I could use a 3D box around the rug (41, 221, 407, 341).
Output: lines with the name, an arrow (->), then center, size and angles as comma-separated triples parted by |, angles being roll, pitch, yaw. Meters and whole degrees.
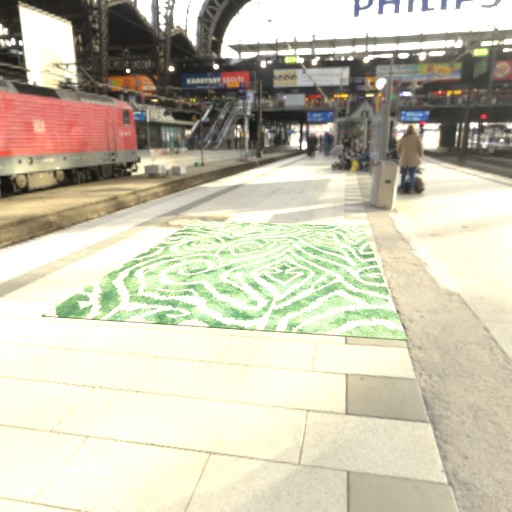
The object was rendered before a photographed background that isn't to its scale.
rug -> 0.000, 0.000, 2.311 | 1.220, 0.006, 1.826 | 2, 15, 9
